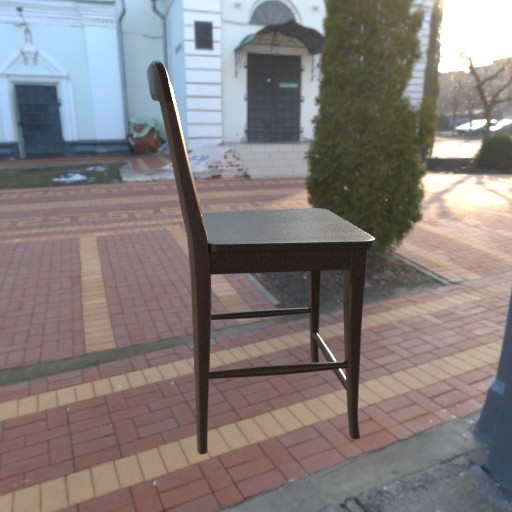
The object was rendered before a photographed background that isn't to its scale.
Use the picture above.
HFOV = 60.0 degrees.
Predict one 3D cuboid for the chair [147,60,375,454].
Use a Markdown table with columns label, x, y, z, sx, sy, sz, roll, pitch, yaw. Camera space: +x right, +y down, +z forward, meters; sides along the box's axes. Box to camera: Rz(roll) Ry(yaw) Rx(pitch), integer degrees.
| label | x | y | z | sx | sy | sz | roll | pitch | yaw |
| --- | --- | --- | --- | --- | --- | --- | --- | --- | --- |
| chair | 0.000 | 0.000 | 1.285 | 0.546 | 0.991 | 0.450 | -3 | 17 | -8 |
